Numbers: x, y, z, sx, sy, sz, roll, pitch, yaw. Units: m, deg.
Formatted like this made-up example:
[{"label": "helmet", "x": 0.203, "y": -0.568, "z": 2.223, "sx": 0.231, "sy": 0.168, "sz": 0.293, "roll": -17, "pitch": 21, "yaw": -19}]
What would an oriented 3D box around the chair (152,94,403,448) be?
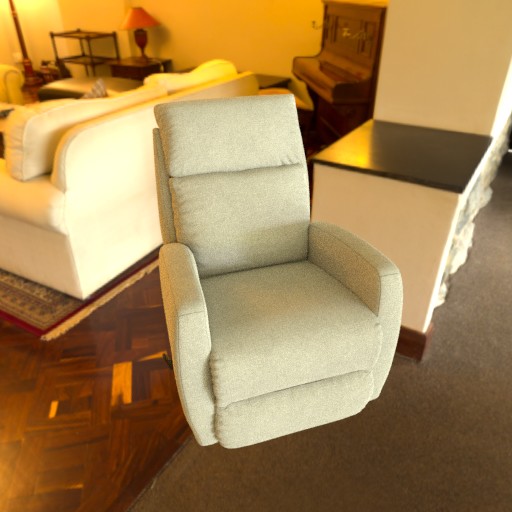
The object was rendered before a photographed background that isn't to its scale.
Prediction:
[{"label": "chair", "x": 0.000, "y": 0.000, "z": 1.700, "sx": 0.812, "sy": 1.015, "sz": 0.941, "roll": -10, "pitch": 33, "yaw": -15}]
